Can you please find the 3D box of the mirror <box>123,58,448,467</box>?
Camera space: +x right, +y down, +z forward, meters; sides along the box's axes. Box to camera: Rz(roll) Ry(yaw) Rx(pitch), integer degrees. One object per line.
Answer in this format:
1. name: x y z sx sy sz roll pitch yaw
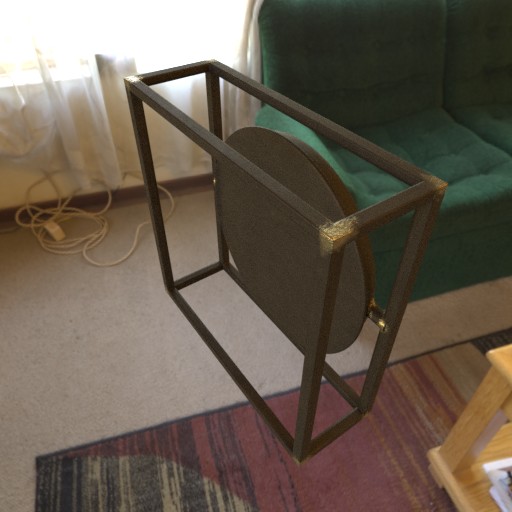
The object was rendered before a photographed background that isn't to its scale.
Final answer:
1. mirror: 0.000 0.000 0.469 0.107 0.303 0.306 -25 48 -25
